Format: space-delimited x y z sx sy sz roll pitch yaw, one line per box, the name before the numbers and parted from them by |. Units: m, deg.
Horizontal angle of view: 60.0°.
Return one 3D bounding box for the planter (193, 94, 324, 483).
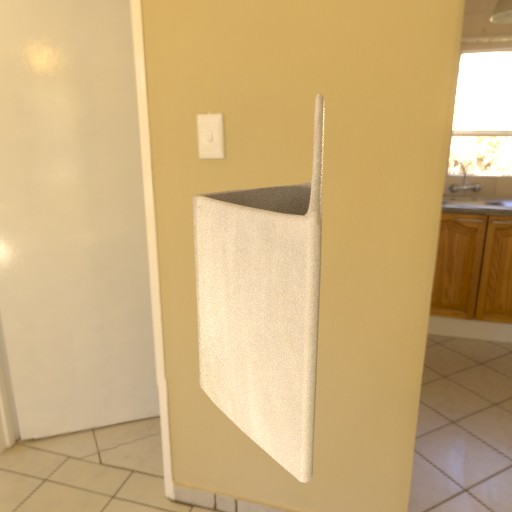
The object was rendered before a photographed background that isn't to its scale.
planter | 0.000 0.000 0.282 0.080 0.194 0.163 2 15 7
